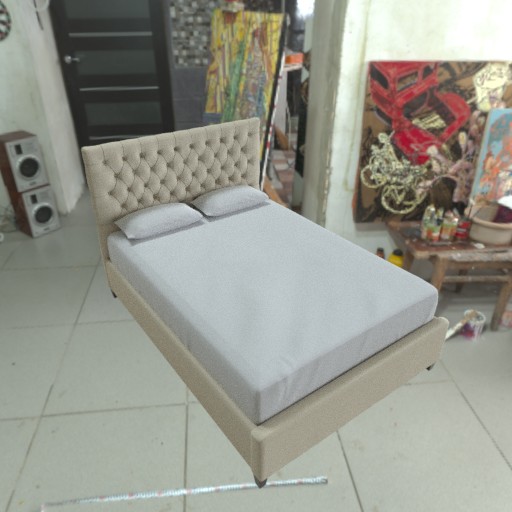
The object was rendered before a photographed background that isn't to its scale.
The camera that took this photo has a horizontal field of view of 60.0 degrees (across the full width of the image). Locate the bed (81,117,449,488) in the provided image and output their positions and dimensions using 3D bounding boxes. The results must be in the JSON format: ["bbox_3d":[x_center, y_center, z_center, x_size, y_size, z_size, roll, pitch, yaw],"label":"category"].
[{"bbox_3d":[0.000,0.000,3.395,1.698,1.427,2.387,-20,36,-30],"label":"bed"}]
